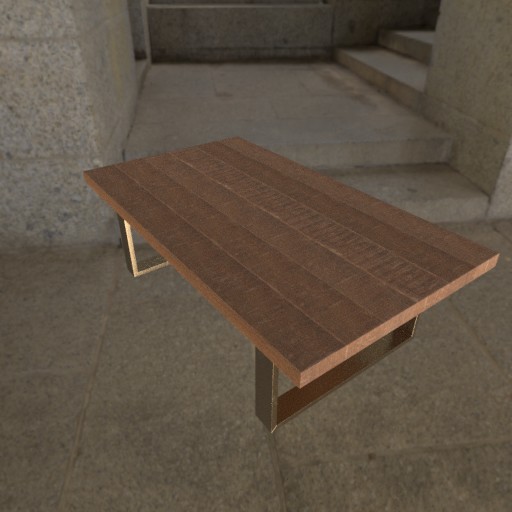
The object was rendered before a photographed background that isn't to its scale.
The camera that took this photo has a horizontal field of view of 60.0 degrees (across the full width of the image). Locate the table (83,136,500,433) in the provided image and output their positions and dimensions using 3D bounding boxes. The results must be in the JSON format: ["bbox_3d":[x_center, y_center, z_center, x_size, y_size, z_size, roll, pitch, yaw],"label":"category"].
[{"bbox_3d":[0.000,0.000,1.732,0.800,0.440,1.400,-22,39,-30],"label":"table"}]
